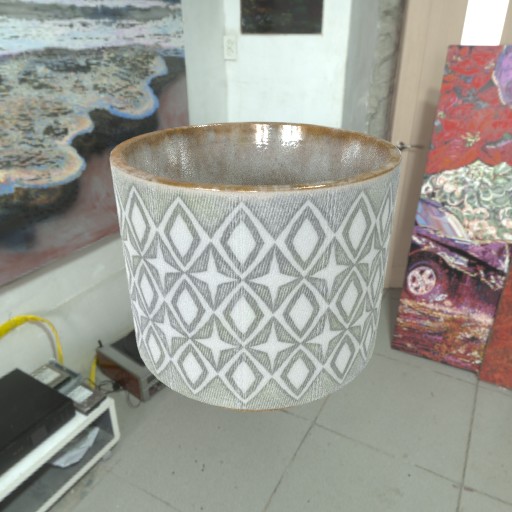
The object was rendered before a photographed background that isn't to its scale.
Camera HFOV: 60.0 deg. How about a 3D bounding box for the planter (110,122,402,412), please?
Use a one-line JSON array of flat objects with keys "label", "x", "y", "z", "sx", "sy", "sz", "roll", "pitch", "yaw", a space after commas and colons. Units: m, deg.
[{"label": "planter", "x": 0.000, "y": 0.000, "z": 0.451, "sx": 0.255, "sy": 0.223, "sz": 0.255, "roll": 0, "pitch": 26, "yaw": 0}]
